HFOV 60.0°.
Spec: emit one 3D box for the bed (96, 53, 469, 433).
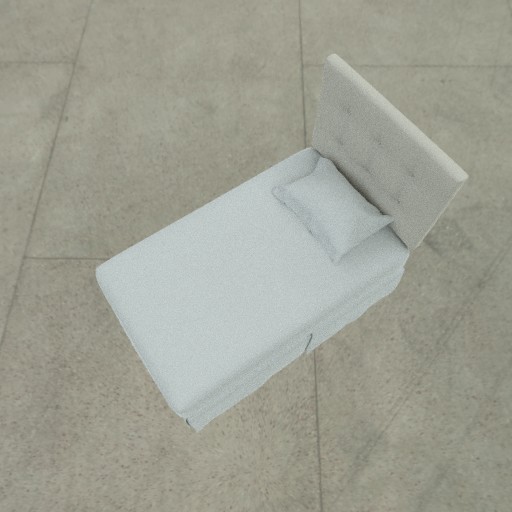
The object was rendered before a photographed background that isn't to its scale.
[{"bbox_3d":[0.000,0.000,2.994,1.997,1.571,1.261,-32,68,-14],"label":"bed"}]
